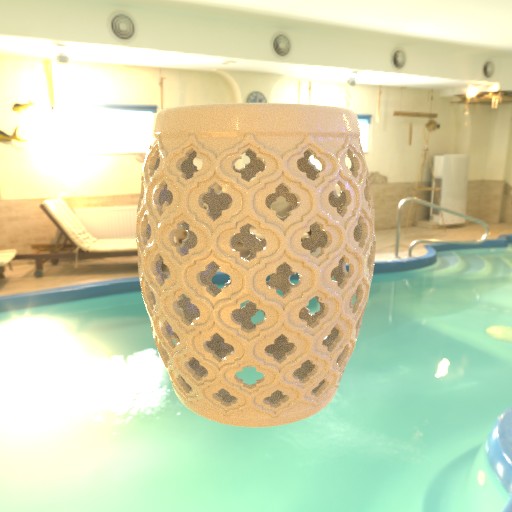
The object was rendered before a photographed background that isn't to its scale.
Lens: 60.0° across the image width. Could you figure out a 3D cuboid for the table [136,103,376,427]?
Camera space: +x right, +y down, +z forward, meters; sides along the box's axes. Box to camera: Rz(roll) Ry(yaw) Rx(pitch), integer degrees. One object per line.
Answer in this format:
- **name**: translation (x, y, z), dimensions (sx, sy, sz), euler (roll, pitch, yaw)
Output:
- **table**: translation (0.000, 0.000, 0.627), dimensions (0.325, 0.388, 0.325), euler (0, 14, 0)
